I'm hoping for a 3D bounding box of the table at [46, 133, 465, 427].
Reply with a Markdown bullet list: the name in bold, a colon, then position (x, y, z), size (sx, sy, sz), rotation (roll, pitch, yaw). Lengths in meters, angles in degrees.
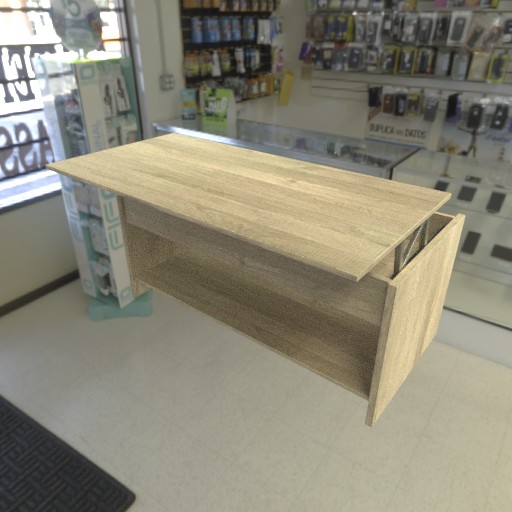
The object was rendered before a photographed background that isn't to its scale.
- **table**: position (0.000, 0.000, 1.397), size (1.000, 0.570, 0.712), rotation (21, 35, 33)
